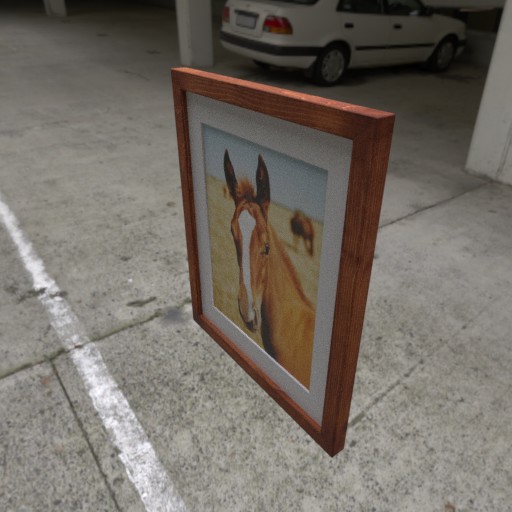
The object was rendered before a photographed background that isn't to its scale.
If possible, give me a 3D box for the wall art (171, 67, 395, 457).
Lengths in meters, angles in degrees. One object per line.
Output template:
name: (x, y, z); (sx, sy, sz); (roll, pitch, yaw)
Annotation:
wall art: (0.000, 0.000, 0.768); (0.030, 0.558, 0.462); (-21, 36, -31)
